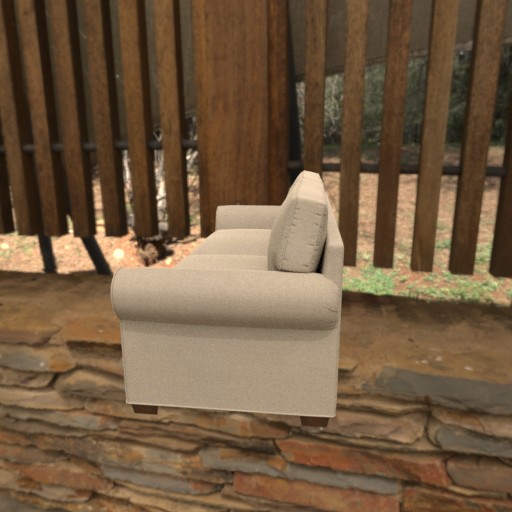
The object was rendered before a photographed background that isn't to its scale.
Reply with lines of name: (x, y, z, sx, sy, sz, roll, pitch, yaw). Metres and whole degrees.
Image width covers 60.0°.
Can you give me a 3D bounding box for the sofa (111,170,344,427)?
sofa: (0.000, 0.000, 2.705, 0.901, 0.962, 2.146, 2, 14, 7)
